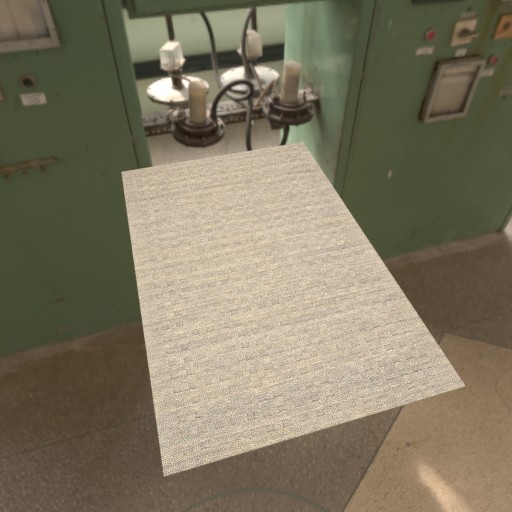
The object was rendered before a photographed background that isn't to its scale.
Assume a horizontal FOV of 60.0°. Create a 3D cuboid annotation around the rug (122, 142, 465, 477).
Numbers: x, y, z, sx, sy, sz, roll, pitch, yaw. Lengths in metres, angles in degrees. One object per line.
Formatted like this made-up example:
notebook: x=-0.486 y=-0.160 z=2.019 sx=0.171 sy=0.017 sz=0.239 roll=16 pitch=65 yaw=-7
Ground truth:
rug: x=0.000 y=0.000 z=2.147 sx=1.142 sy=0.006 sz=1.752 roll=-12 pitch=48 yaw=-11
